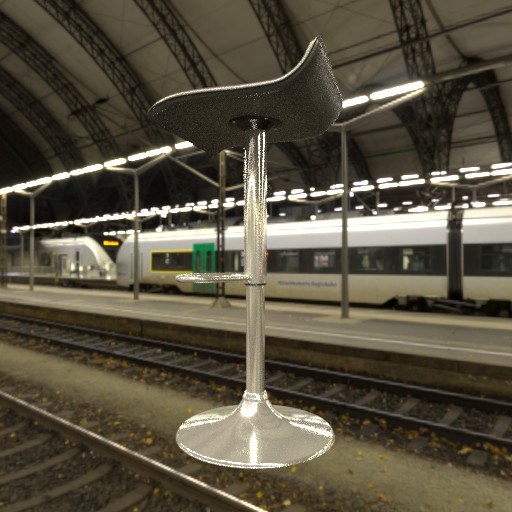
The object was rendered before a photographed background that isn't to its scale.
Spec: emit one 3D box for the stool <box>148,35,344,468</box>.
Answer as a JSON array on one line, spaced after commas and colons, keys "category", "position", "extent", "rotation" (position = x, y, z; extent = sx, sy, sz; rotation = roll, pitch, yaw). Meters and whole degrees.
[{"category": "stool", "position": [0.000, 0.000, 1.076], "extent": [0.381, 0.851, 0.381], "rotation": [0, -1, 18]}]
